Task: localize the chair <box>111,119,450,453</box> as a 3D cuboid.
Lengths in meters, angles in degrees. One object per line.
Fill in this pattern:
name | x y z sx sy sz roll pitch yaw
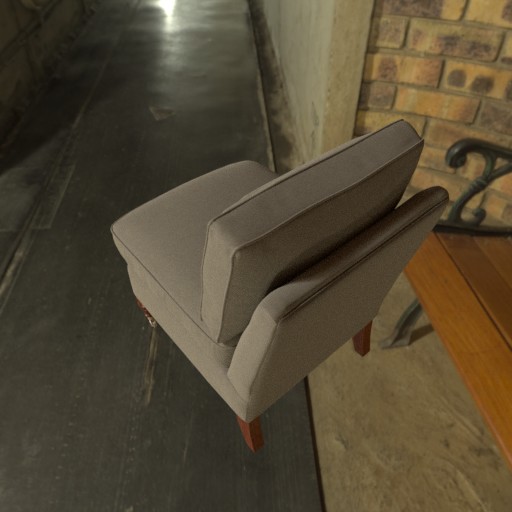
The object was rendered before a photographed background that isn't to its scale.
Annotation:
chair | 0.000 0.000 1.606 0.724 1.045 0.924 -32 53 -27
